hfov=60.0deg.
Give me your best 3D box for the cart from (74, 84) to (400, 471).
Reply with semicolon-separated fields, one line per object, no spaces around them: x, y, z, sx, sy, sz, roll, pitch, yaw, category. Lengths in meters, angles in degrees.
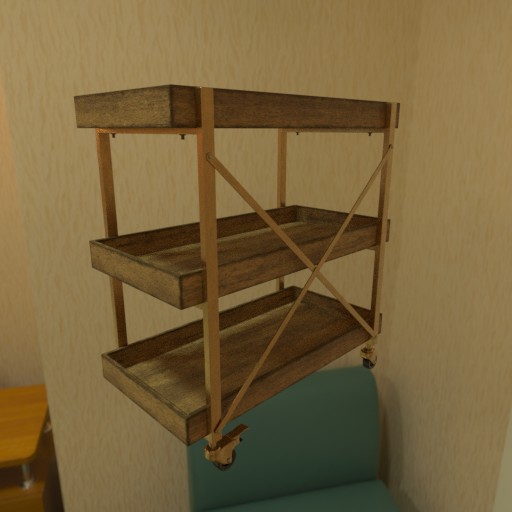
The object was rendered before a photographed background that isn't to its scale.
0.000;0.000;1.200;0.750;0.799;0.416;-15;22;-42;cart
